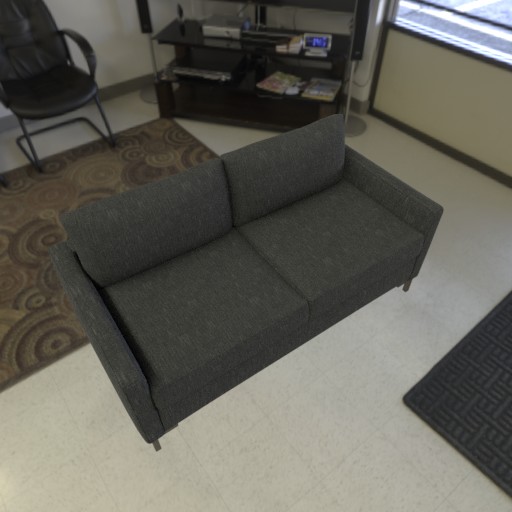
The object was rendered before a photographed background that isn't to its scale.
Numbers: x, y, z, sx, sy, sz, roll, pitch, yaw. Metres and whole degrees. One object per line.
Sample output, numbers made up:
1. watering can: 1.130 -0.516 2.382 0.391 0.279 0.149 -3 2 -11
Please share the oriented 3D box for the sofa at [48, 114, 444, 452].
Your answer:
1. sofa: 0.000 0.000 2.208 1.716 0.862 0.866 -26 51 -23
